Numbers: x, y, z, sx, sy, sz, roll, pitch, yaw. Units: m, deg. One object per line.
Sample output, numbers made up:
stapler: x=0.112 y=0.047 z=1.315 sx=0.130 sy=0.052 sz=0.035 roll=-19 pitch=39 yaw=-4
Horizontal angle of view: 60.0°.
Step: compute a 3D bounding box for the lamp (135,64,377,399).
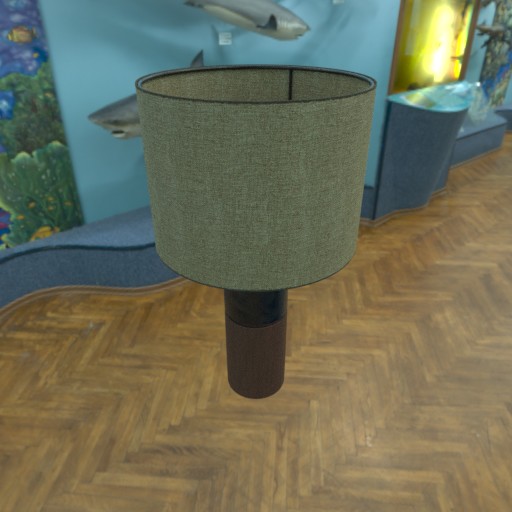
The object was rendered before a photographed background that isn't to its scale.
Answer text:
lamp: x=0.000 y=0.000 z=0.466 sx=0.202 sy=0.350 sz=0.202 roll=0 pitch=30 yaw=0
